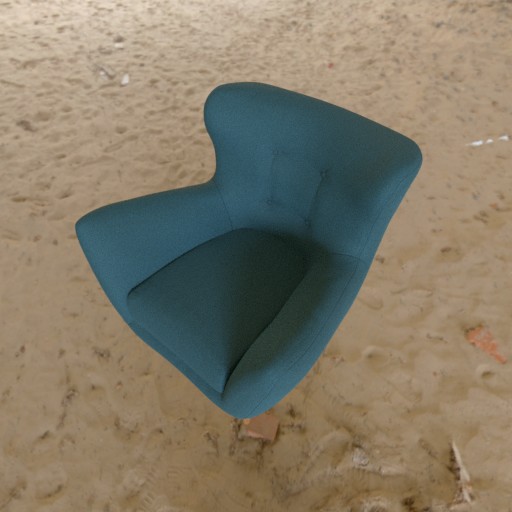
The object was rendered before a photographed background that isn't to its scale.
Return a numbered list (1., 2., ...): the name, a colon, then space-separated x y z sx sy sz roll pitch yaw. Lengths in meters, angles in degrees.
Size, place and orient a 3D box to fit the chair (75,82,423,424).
1. chair: 0.000 0.000 1.597 0.890 0.889 0.889 32 53 28
